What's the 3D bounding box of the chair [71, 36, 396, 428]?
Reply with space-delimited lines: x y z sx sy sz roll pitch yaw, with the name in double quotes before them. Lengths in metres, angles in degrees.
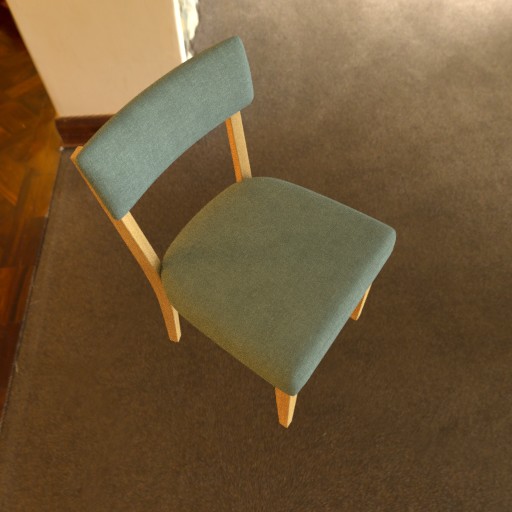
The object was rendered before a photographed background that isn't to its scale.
"chair" 0.000 0.000 1.164 0.572 0.832 0.508 31 62 18
